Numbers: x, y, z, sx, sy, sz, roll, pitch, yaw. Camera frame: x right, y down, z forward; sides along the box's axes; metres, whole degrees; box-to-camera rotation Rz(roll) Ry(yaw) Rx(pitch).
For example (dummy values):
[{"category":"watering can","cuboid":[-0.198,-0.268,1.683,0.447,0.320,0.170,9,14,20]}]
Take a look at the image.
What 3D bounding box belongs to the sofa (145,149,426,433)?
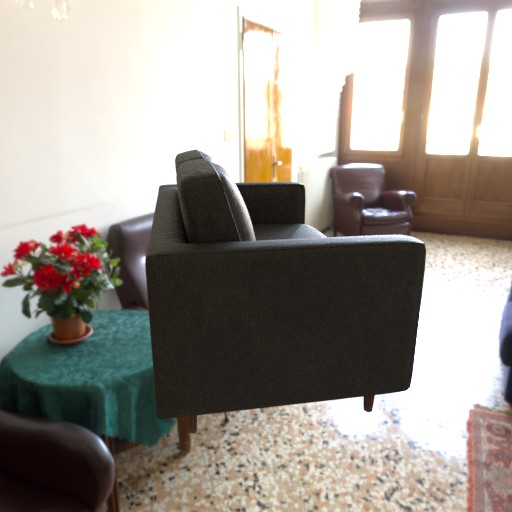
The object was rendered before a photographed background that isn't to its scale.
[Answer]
[{"category":"sofa","cuboid":[0.000,0.000,2.023,0.879,0.899,1.430,-3,17,-10]}]
